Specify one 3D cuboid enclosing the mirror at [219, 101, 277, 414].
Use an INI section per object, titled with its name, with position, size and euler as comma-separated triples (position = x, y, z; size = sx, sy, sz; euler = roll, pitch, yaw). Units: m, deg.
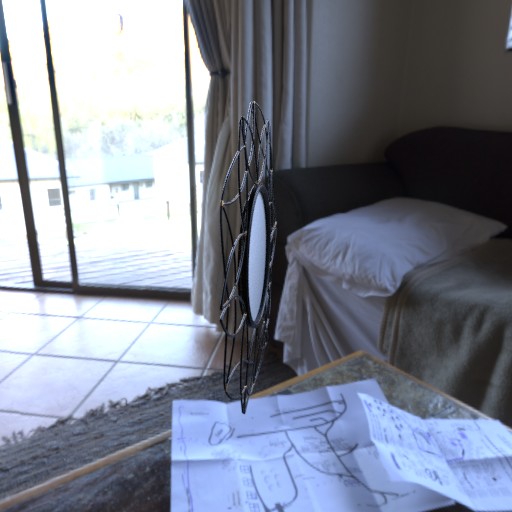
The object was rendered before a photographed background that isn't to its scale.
[mirror]
position = 0.000, 0.000, 1.173
size = 0.028, 0.775, 0.797
euler = 3, 16, 9
